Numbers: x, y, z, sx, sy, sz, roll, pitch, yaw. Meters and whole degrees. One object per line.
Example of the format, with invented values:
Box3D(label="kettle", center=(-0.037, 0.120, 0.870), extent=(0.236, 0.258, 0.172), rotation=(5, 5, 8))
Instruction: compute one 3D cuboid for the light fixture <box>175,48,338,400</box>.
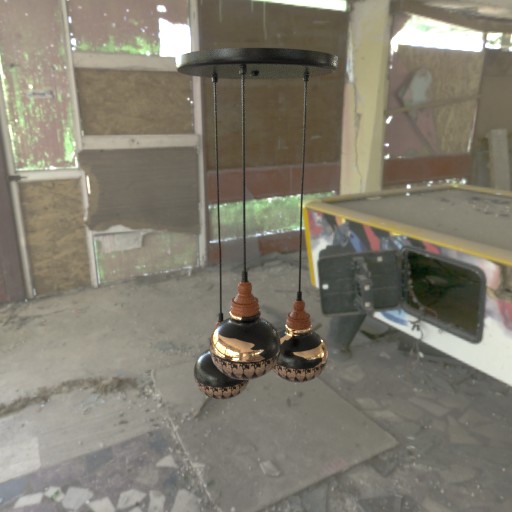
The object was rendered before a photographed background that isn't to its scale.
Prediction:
Box3D(label="light fixture", center=(0.000, 0.000, 1.725), extent=(0.608, 1.410, 0.605), rotation=(2, 17, 6))
